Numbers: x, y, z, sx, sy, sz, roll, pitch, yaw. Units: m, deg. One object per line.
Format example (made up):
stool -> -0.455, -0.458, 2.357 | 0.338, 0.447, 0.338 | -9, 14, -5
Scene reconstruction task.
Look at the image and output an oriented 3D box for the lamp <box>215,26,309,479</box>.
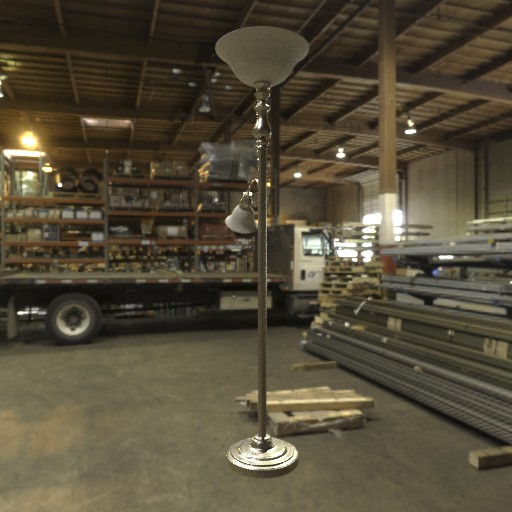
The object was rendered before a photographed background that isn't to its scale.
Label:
lamp -> 0.000, 0.000, 2.007 | 0.405, 1.785, 0.575 | 0, 1, -19
